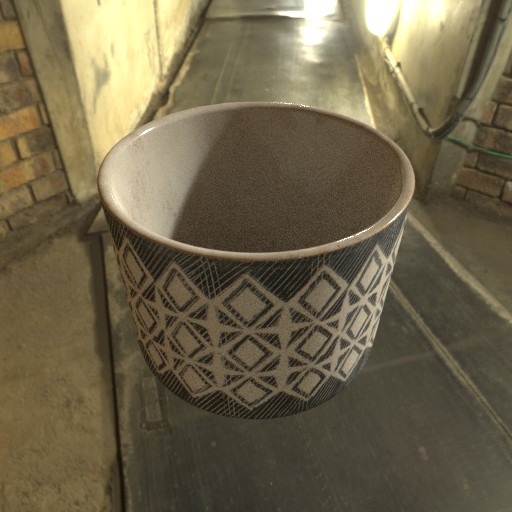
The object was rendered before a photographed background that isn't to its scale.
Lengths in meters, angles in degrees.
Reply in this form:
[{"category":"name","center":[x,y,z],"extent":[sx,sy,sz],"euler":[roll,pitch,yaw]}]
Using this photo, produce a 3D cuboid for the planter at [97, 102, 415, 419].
[{"category":"planter","center":[0.000,0.000,0.216],"extent":[0.126,0.104,0.126],"euler":[0,40,0]}]
